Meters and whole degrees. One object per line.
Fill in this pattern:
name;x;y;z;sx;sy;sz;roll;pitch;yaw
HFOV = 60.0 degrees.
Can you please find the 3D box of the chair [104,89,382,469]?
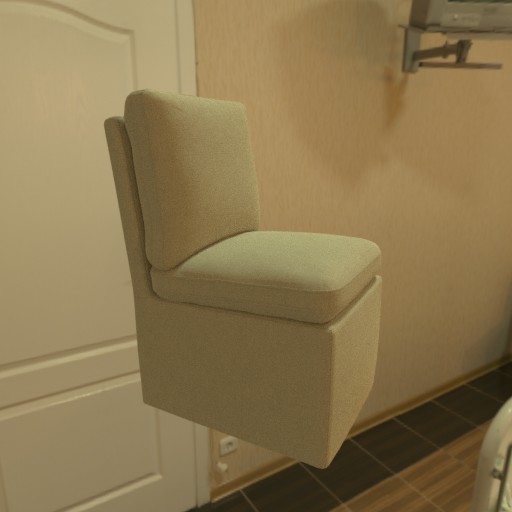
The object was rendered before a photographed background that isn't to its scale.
chair;0.000;0.000;1.336;0.698;0.927;0.503;8;17;28
